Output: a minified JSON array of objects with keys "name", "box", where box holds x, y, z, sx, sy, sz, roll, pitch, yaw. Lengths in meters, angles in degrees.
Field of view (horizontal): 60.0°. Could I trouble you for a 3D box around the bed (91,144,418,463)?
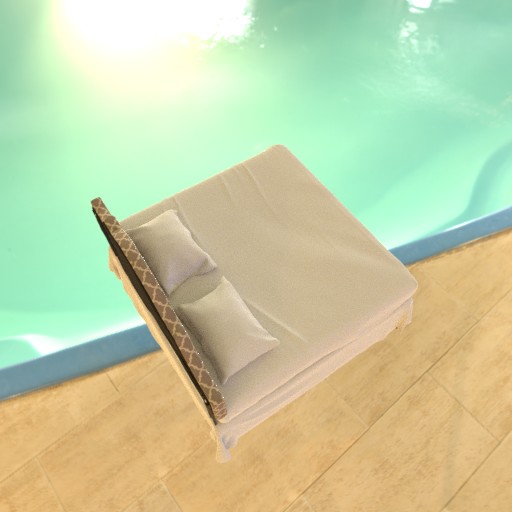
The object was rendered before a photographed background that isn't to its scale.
[{"name":"bed","box":[0.000,0.000,3.825,2.222,1.601,2.314,-29,62,-17]}]
